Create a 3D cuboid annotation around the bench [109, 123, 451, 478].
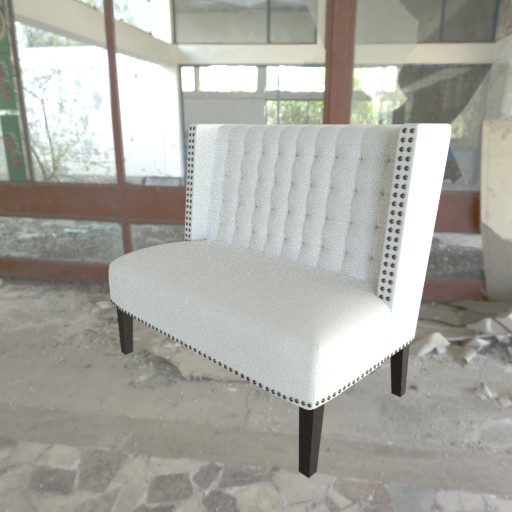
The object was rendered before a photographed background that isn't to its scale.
[{"bbox_3d":[0.000,0.000,1.964,1.280,1.123,0.847,16,23,42],"label":"bench"}]
